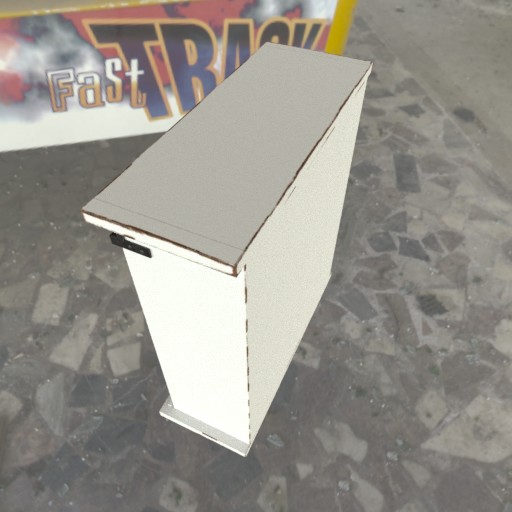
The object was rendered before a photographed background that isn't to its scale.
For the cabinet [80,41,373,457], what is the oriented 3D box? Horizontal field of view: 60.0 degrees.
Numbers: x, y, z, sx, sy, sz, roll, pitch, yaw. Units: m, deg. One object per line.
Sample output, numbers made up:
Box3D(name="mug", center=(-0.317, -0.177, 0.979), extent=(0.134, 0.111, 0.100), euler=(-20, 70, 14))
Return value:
Box3D(name="cabinet", center=(0.000, 0.000, 0.888), extent=(0.210, 0.603, 0.541), euler=(19, 51, 17))
